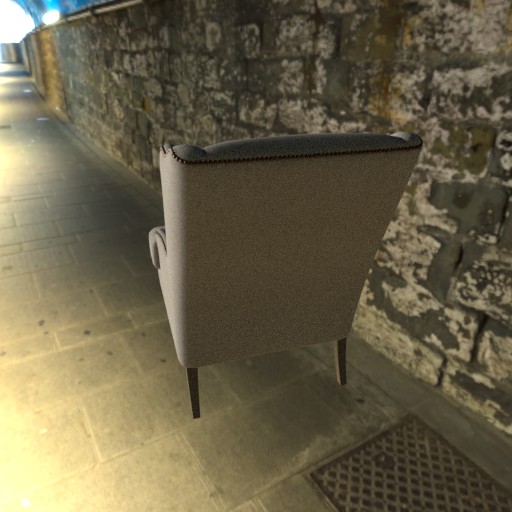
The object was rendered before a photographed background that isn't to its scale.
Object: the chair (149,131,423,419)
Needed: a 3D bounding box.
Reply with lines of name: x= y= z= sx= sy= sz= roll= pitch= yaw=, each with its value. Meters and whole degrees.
chair: x=0.000 y=0.000 z=1.688 sx=0.737 sy=1.029 sz=0.940 roll=-8 pitch=26 yaw=-16
